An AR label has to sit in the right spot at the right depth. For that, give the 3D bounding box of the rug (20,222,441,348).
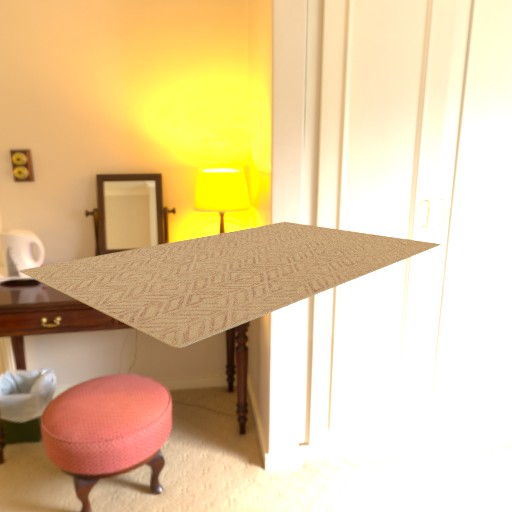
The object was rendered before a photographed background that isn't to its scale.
[{"bbox_3d":[0.000,0.000,2.949,1.523,0.008,2.438,12,18,42],"label":"rug"}]
